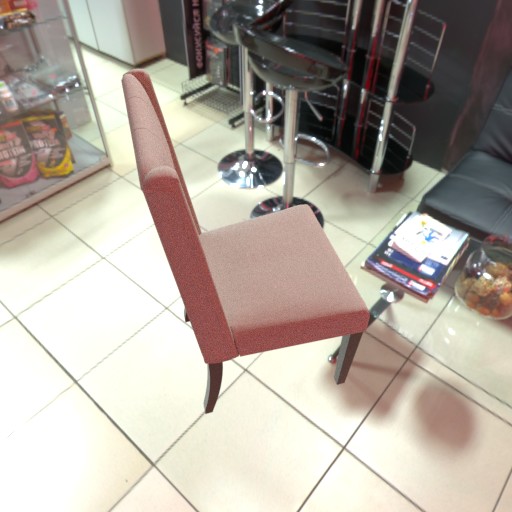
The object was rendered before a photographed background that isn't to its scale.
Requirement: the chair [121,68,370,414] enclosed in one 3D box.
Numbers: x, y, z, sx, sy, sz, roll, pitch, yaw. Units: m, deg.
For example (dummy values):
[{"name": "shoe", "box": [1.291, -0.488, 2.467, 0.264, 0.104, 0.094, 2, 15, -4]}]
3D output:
[{"name": "chair", "box": [0.000, 0.000, 1.260, 0.523, 0.961, 0.474, -12, 48, -11]}]
